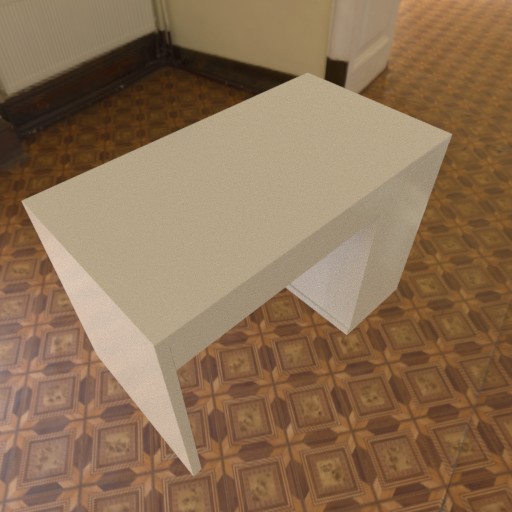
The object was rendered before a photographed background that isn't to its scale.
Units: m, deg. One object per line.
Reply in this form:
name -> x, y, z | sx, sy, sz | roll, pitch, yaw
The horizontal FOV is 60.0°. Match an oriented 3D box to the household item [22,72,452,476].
household item -> 0.000, 0.000, 1.523 | 1.100, 0.749, 0.597 | -34, 55, -28
